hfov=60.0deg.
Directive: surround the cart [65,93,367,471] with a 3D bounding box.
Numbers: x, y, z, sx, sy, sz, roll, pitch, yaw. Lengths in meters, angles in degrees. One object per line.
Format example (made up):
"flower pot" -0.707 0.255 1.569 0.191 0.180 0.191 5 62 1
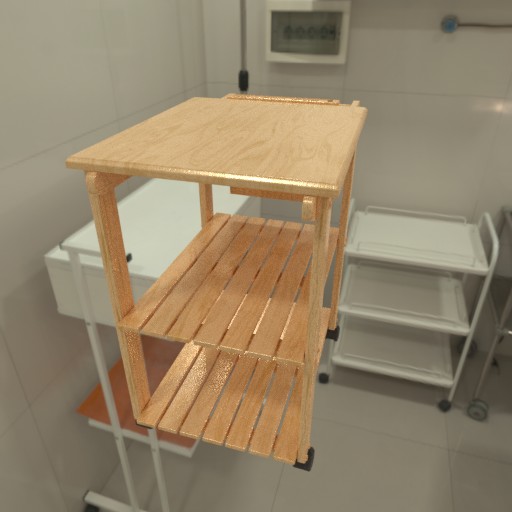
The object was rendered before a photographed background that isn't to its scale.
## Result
"cart" 0.000 0.000 1.316 0.520 0.816 0.843 9 31 14
